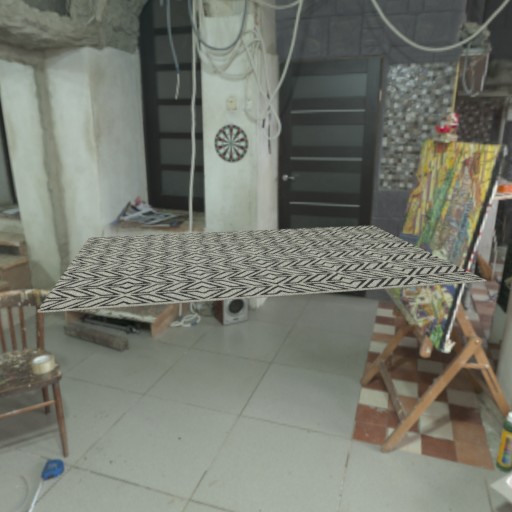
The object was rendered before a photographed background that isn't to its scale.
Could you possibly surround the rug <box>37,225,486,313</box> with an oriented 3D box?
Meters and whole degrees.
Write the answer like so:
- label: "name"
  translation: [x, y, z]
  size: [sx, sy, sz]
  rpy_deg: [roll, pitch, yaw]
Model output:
- label: "rug"
  translation: [0.000, 0.000, 3.060]
  size: [2.438, 0.008, 1.523]
  rpy_deg: [-3, 17, -10]
